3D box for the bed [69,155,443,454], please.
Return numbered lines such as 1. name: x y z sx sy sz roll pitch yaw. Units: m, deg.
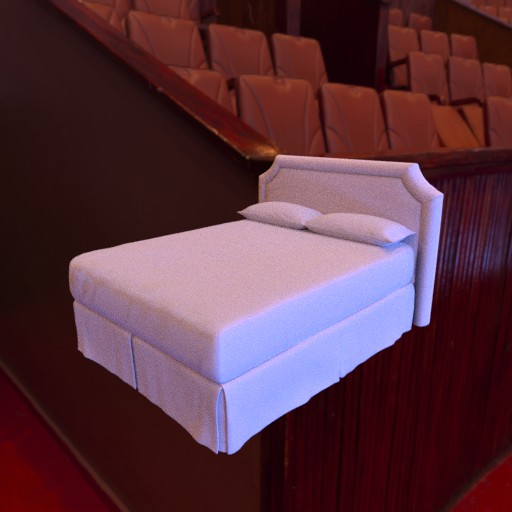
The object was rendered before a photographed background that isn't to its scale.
1. bed: 0.000 0.000 3.264 1.828 1.297 2.164 15 23 42
